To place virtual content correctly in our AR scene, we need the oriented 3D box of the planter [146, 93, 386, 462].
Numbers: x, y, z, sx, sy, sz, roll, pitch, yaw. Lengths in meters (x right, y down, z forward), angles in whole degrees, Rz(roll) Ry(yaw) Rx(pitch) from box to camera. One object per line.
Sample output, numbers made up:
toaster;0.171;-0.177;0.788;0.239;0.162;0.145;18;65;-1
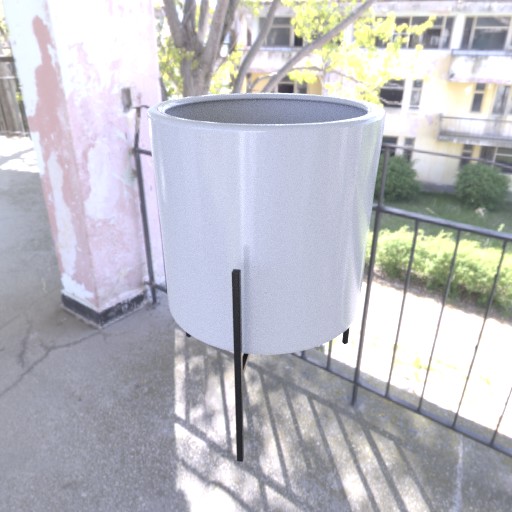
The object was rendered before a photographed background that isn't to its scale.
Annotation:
planter;0.000;0.000;0.736;0.361;0.480;0.360;18;31;32
